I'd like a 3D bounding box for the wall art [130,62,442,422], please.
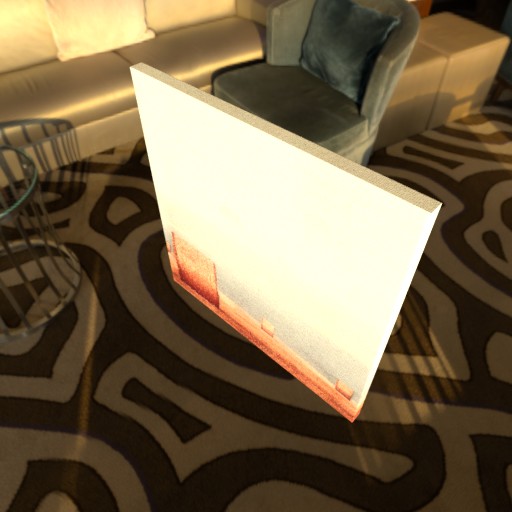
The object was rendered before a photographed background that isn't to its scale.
[{"bbox_3d":[0.000,0.000,0.902,0.605,0.605,0.034,34,55,28],"label":"wall art"}]
